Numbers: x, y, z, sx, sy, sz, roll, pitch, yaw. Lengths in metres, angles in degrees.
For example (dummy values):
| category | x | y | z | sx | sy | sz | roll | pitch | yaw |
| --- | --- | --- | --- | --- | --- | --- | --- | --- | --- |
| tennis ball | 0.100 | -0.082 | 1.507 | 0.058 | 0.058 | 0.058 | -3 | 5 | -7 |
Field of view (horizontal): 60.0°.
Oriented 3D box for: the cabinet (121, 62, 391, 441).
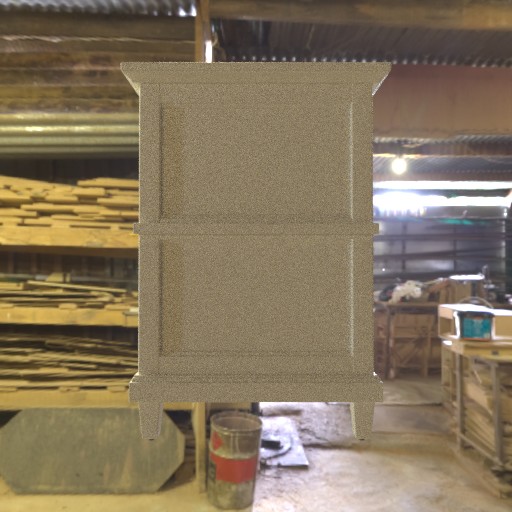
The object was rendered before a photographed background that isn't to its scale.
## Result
| category | x | y | z | sx | sy | sz | roll | pitch | yaw |
| --- | --- | --- | --- | --- | --- | --- | --- | --- | --- |
| cabinet | 0.000 | 0.000 | 1.161 | 0.547 | 0.775 | 0.544 | 0 | -1 | 0 |
